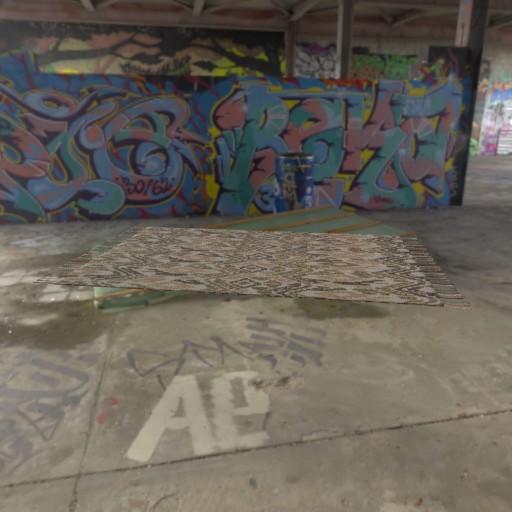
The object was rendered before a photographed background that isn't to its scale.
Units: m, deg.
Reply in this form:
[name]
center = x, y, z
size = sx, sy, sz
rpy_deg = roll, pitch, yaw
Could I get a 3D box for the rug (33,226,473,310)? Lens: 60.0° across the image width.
[rug]
center = 0.000, 0.000, 3.099
size = 2.438, 0.008, 1.524
rpy_deg = 2, 17, 8
